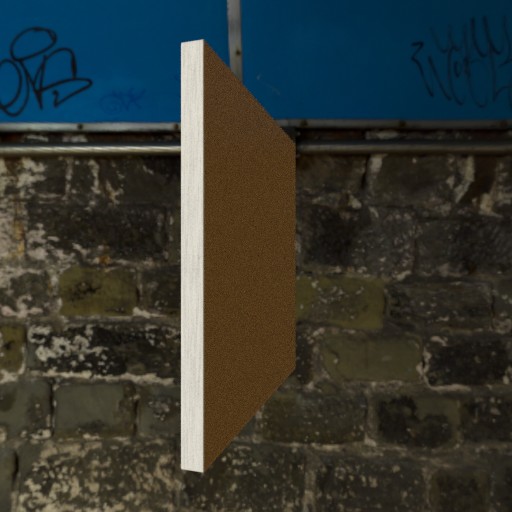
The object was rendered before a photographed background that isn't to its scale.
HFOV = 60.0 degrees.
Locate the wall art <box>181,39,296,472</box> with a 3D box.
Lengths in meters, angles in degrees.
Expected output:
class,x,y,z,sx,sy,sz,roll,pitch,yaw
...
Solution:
class,x,y,z,sx,sy,sz,roll,pitch,yaw
wall art,0.000,0.000,1.939,0.078,1.288,1.287,0,0,17
